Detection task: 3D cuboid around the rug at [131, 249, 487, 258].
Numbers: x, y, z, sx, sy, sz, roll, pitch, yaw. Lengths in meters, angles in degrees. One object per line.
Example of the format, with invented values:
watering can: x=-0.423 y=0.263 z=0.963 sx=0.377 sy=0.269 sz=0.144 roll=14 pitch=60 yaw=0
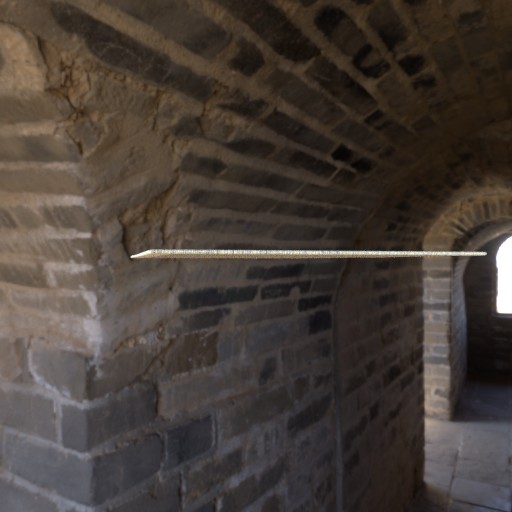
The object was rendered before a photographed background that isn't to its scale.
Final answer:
rug: x=0.000 y=0.000 z=2.884 sx=1.523 sy=0.017 sz=2.263 roll=0 pitch=-1 yaw=-17
